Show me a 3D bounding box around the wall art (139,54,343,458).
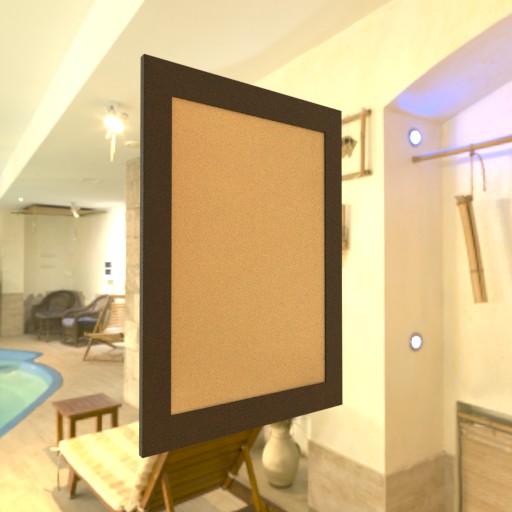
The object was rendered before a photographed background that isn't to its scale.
[{"bbox_3d":[0.000,0.000,0.666,0.359,0.508,0.013,1,-1,-36],"label":"wall art"}]
